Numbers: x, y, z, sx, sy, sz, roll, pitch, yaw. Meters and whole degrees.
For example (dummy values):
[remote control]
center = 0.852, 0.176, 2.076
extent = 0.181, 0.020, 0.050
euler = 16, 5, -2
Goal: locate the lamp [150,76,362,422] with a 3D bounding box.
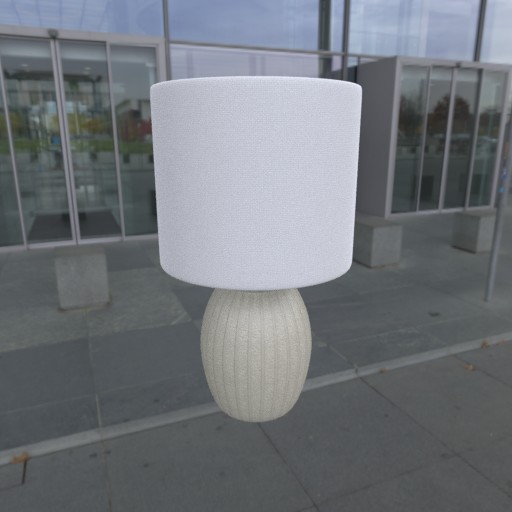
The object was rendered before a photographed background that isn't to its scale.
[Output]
[lamp]
center = 0.000, 0.000, 0.775
extent = 0.329, 0.570, 0.329
euler = -2, 16, -7
